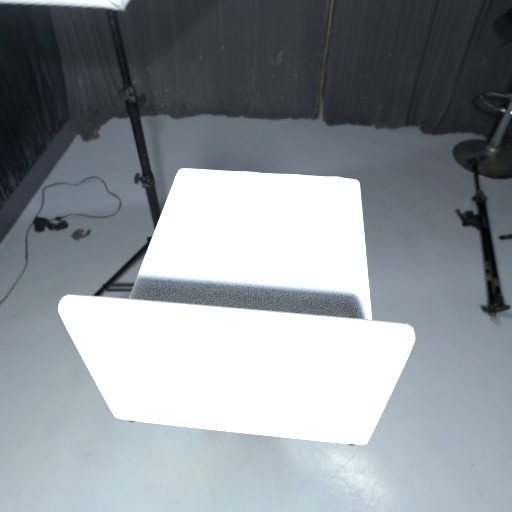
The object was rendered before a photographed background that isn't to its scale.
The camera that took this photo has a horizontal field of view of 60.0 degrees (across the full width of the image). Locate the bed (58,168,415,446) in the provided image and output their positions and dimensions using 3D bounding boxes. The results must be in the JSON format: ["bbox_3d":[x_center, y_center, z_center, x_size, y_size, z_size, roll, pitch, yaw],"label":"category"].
[{"bbox_3d":[0.000,0.000,3.221,1.748,1.330,2.142,4,47,4],"label":"bed"}]
